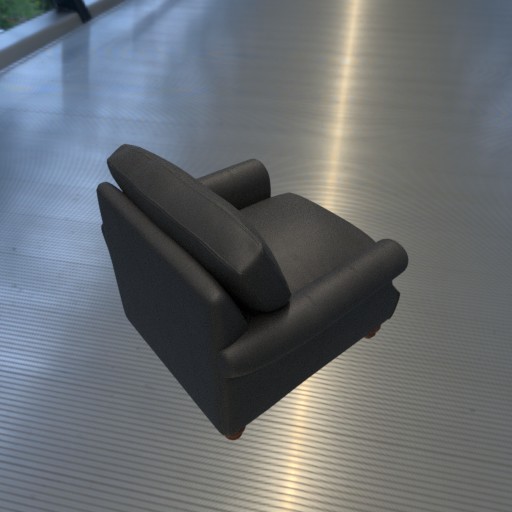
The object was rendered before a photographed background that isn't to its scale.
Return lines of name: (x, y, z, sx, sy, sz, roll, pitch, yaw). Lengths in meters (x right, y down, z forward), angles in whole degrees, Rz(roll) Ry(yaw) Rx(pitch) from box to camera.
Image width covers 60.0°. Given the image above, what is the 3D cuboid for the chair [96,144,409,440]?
chair: (0.000, 0.000, 1.848, 1.027, 0.960, 1.015, -24, 46, -25)
